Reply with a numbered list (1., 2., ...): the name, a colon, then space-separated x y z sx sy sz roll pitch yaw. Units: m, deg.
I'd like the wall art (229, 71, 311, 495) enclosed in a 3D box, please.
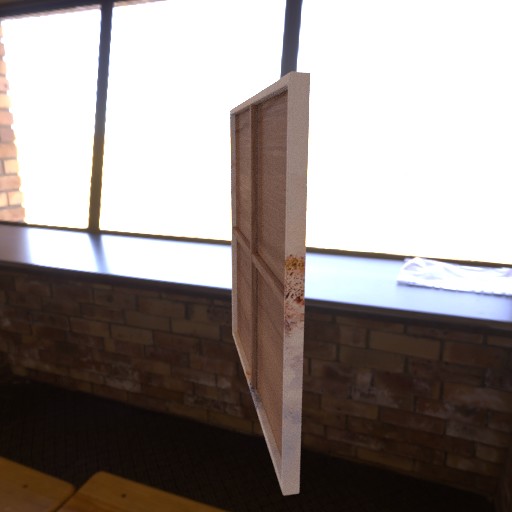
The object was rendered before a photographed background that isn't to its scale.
1. wall art: 0.000 0.000 1.313 0.038 0.889 0.889 -3 14 -10
